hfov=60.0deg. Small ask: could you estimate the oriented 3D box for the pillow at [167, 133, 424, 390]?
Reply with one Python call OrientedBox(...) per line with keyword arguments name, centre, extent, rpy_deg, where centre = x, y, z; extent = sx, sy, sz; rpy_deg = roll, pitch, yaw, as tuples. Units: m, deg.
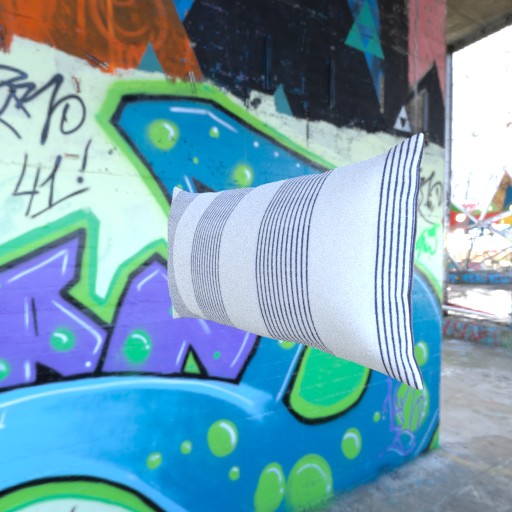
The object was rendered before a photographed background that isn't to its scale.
OrientedBox(name="pillow", centre=(0.000, 0.000, 0.721), extent=(0.151, 0.287, 0.610), rpy_deg=(-1, 2, -36))
